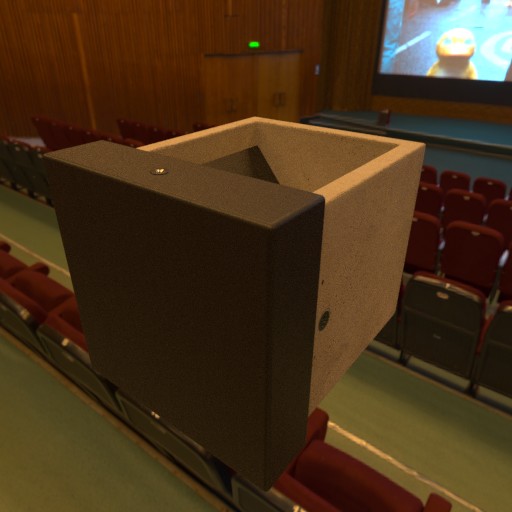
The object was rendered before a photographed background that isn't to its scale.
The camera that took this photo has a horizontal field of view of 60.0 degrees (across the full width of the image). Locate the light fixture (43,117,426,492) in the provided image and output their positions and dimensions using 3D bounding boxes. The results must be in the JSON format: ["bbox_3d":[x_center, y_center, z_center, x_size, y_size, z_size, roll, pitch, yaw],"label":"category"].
[{"bbox_3d":[0.000,0.000,0.234,0.121,0.121,0.143,20,35,32],"label":"light fixture"}]
